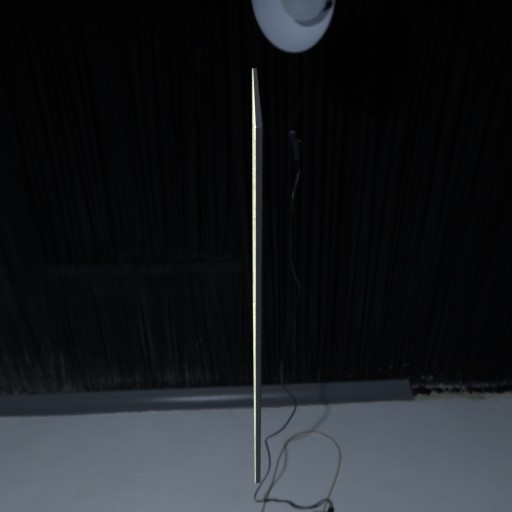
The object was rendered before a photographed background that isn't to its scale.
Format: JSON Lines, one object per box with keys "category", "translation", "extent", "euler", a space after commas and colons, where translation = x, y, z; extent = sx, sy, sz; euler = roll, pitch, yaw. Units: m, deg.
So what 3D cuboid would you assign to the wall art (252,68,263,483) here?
{"category": "wall art", "translation": [0.000, 0.000, 0.779], "extent": [0.009, 0.559, 0.483], "euler": [0, 29, -1]}
